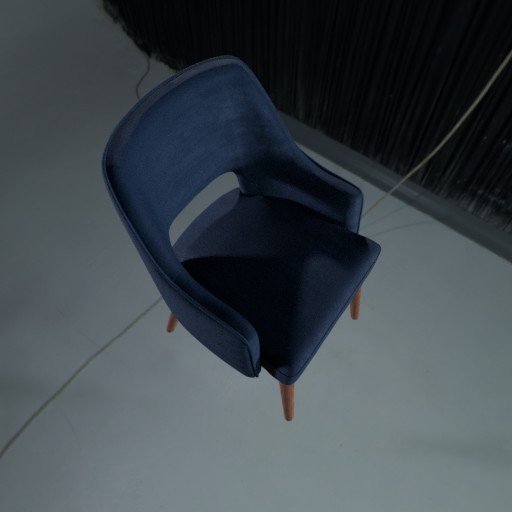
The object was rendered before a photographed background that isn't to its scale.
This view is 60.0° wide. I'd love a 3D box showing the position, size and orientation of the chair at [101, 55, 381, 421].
[{"bbox_3d":[0.000,0.000,1.224,0.591,0.844,0.559,31,63,18],"label":"chair"}]
